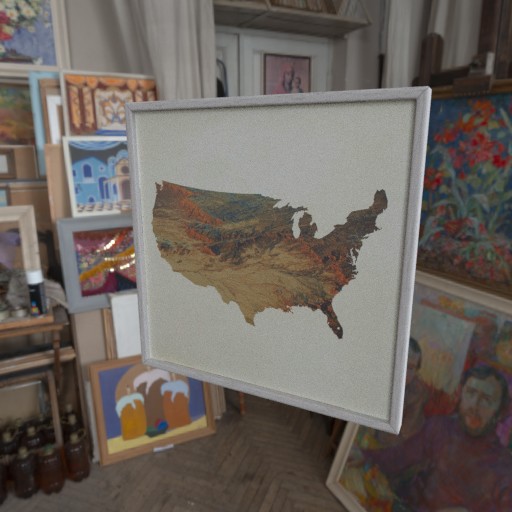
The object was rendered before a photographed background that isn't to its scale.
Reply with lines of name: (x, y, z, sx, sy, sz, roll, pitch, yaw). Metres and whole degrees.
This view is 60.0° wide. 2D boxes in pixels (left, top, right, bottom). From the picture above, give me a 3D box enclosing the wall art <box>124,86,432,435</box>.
wall art: (0.000, 0.000, 1.895, 1.287, 1.288, 0.078, 7, 16, 26)
